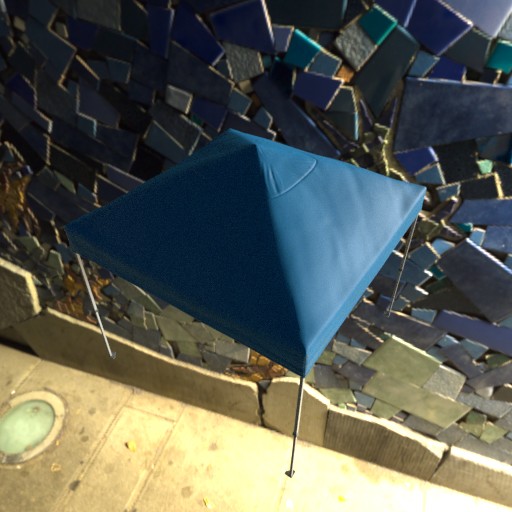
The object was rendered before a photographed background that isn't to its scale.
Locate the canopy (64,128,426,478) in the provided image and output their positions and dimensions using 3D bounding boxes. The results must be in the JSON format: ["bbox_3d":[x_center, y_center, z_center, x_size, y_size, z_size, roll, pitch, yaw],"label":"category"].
[{"bbox_3d":[0.000,0.000,5.525,2.998,2.997,2.996,24,46,25],"label":"canopy"}]
